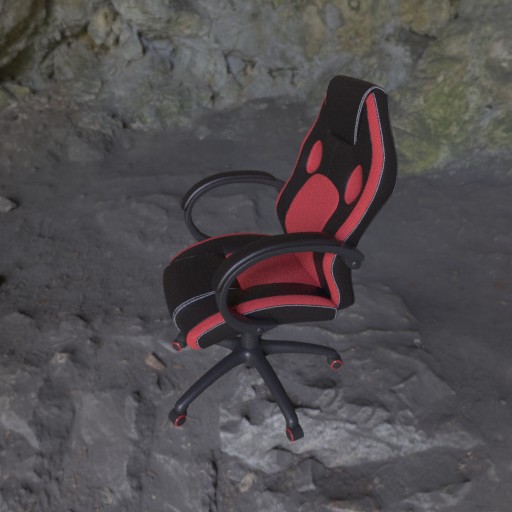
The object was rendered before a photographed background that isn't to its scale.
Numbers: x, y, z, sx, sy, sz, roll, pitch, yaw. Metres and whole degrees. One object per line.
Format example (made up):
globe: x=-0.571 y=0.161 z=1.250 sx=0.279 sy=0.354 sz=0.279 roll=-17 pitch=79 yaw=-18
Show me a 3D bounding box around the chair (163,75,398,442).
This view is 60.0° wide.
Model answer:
chair: x=0.000 y=0.000 z=1.626 sx=0.783 sy=1.189 sz=0.750 roll=-8 pitch=30 yaw=-15
